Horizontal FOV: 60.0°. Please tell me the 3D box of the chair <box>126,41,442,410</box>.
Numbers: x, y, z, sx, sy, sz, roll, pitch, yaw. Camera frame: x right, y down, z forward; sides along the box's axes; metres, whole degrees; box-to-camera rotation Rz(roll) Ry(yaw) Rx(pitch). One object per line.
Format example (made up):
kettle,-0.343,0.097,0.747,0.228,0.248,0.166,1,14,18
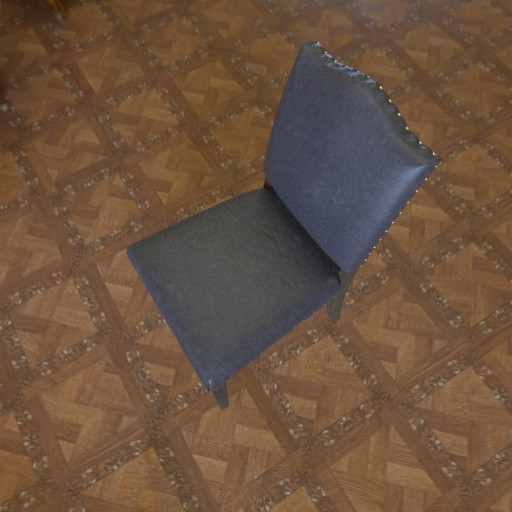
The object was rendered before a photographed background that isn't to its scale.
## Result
chair,0.000,0.000,1.304,0.633,0.991,0.500,-30,67,-14
